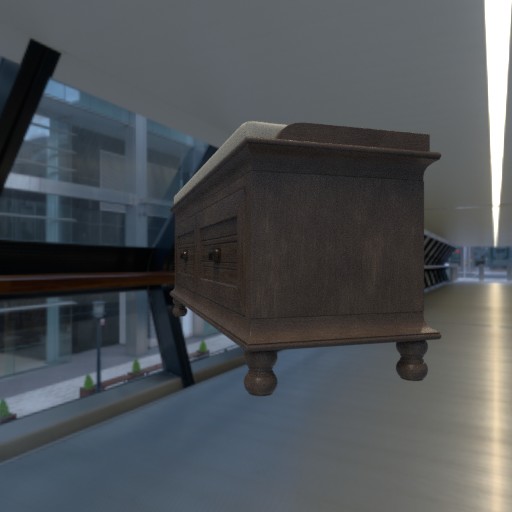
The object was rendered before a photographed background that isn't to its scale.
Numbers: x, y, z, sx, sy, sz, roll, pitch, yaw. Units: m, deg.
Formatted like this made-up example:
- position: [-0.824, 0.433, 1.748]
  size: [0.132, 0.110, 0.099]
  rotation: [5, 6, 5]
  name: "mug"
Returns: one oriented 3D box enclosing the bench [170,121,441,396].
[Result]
- position: [0.000, 0.000, 1.384]
  size: [0.402, 0.501, 1.185]
  rotation: [0, 0, -17]
  name: "bench"
